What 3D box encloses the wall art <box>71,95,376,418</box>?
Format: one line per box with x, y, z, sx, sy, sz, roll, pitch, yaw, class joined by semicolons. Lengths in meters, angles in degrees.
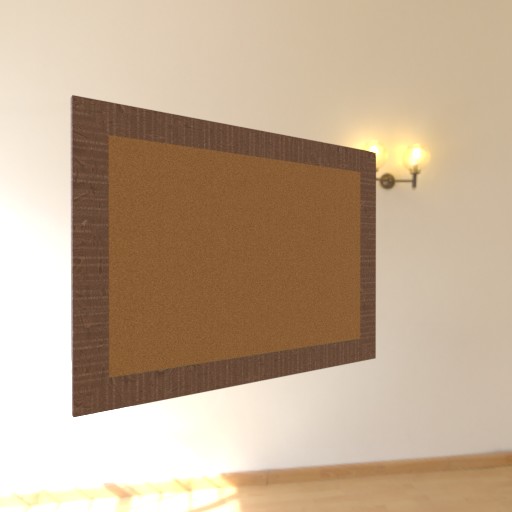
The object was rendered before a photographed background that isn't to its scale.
0.000;0.000;1.347;1.056;0.761;0.020;0;0;-34;wall art
